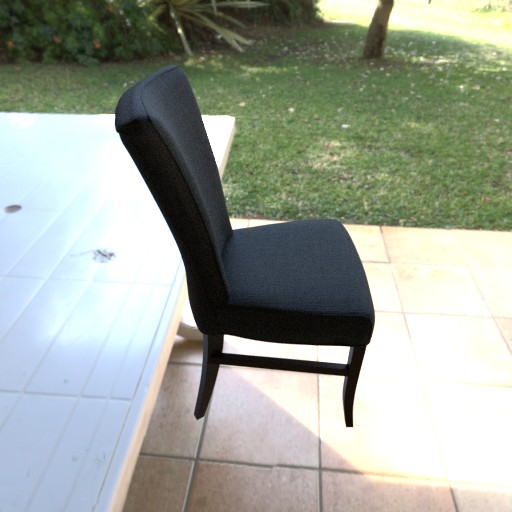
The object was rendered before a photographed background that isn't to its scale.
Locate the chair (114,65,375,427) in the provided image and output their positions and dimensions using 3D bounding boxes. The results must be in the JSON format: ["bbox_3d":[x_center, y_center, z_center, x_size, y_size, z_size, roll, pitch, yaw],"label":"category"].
[{"bbox_3d":[0.000,0.000,1.332,0.660,0.991,0.520,0,34,-1],"label":"chair"}]
